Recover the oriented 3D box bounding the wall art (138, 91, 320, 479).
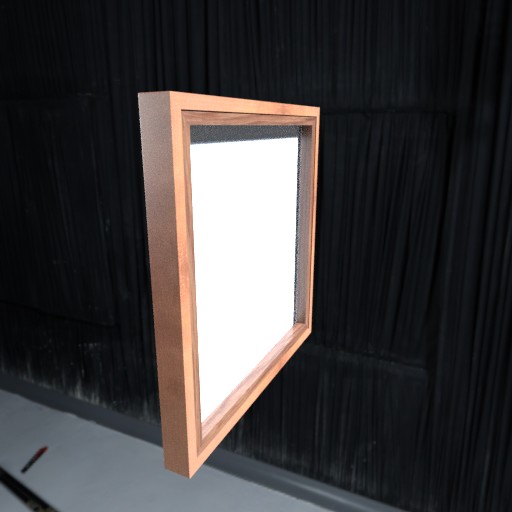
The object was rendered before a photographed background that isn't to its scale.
[{"bbox_3d":[0.000,0.000,0.614,0.035,0.403,0.403,8,18,25],"label":"wall art"}]
